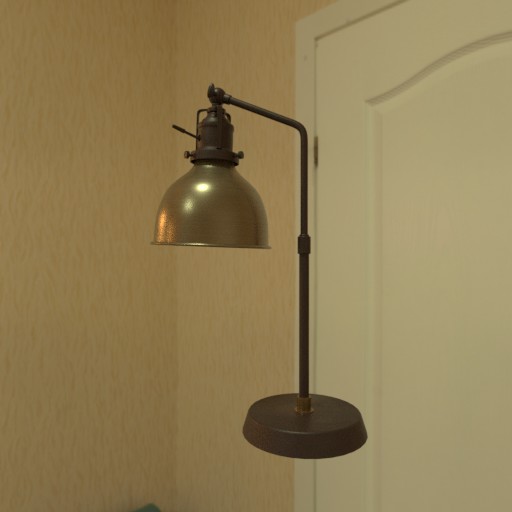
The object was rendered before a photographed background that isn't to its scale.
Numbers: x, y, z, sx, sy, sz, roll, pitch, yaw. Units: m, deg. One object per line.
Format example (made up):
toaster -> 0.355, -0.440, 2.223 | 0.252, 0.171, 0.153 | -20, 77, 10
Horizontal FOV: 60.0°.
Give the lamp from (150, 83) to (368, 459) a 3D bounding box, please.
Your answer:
lamp -> 0.000, 0.000, 0.608 | 0.298, 0.469, 0.175 | 0, 0, 17
